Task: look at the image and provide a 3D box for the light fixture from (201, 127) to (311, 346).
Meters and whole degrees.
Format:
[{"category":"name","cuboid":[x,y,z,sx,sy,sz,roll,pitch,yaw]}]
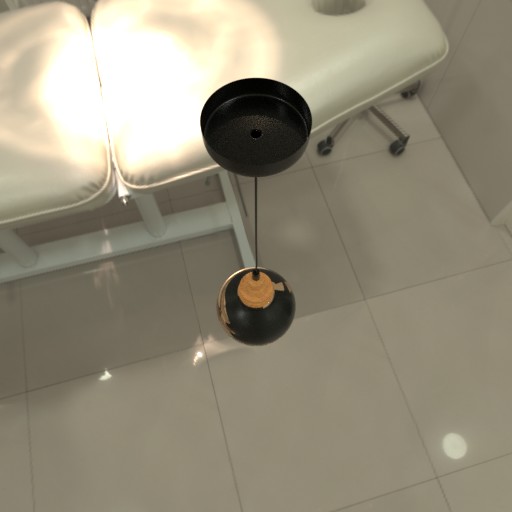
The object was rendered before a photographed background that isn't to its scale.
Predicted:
[{"category":"light fixture","cuboid":[0.000,0.000,1.816,0.430,1.606,0.430,-14,66,-7]}]
